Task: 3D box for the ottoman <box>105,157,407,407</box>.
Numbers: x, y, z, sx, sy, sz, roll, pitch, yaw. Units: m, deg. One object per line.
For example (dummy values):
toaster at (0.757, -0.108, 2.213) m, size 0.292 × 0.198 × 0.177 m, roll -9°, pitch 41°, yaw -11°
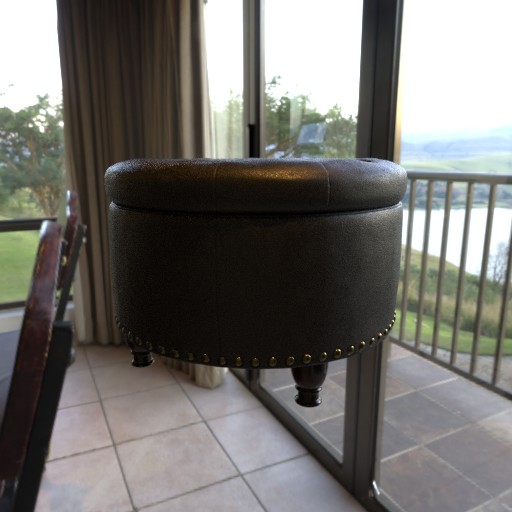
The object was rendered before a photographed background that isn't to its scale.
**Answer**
ottoman at (0.000, 0.000, 1.021) m, size 0.637 × 0.442 × 0.637 m, roll 0°, pitch 13°, yaw 0°
